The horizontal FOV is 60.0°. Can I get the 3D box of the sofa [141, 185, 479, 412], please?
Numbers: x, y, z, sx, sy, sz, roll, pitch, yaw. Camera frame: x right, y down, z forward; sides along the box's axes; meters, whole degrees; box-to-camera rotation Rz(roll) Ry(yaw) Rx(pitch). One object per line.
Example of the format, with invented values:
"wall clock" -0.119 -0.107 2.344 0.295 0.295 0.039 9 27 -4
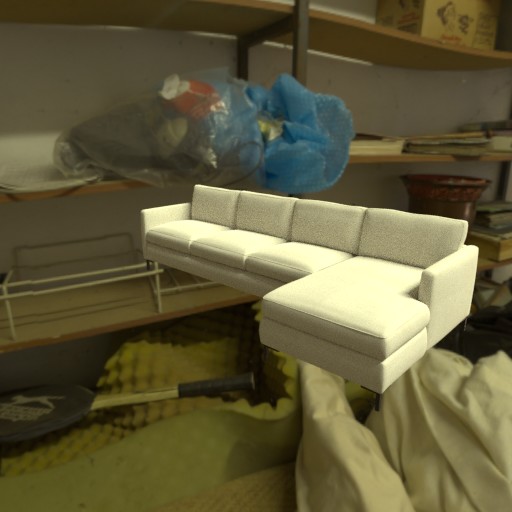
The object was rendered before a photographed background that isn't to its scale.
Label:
"sofa" 0.000 0.000 2.925 2.445 0.677 1.126 14 21 41
